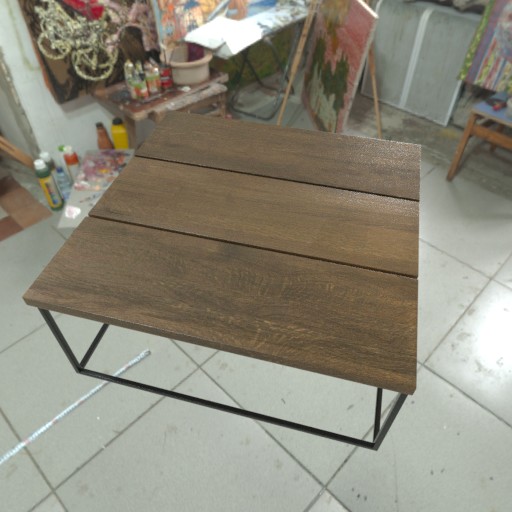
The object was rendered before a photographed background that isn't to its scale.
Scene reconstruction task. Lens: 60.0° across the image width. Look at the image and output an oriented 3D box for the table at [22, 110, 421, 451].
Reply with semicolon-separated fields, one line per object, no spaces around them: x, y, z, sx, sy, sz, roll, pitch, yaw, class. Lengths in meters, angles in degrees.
0.000;0.000;1.405;0.900;0.400;0.900;11;48;10;table
